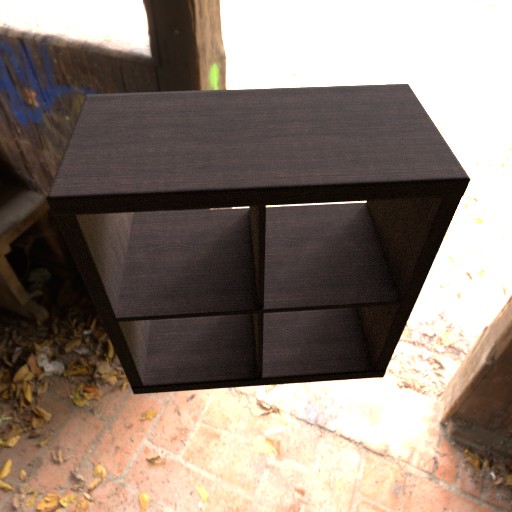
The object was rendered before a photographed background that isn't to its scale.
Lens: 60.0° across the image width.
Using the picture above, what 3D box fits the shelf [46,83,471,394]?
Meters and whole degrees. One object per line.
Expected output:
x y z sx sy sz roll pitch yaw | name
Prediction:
0.000 0.000 1.242 0.790 0.786 0.390 -3 47 -3 | shelf
